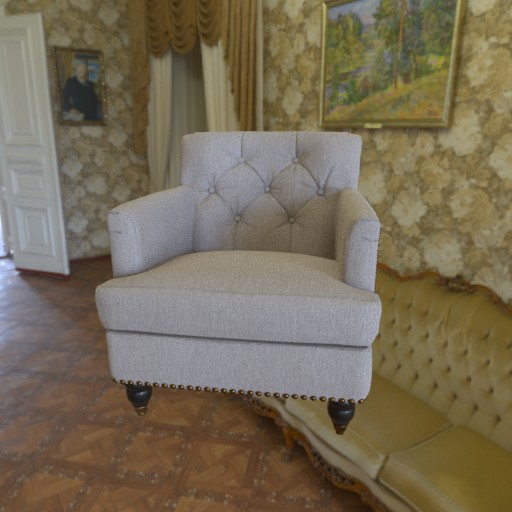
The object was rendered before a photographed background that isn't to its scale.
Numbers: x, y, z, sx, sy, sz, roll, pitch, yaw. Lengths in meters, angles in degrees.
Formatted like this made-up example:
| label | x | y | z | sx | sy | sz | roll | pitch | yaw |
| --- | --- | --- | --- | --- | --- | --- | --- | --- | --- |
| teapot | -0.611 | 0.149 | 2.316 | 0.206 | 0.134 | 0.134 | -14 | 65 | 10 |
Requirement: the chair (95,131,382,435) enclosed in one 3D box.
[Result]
| label | x | y | z | sx | sy | sz | roll | pitch | yaw |
| --- | --- | --- | --- | --- | --- | --- | --- | --- | --- |
| chair | 0.000 | 0.000 | 1.507 | 0.737 | 0.823 | 0.902 | 2 | 15 | 8 |
